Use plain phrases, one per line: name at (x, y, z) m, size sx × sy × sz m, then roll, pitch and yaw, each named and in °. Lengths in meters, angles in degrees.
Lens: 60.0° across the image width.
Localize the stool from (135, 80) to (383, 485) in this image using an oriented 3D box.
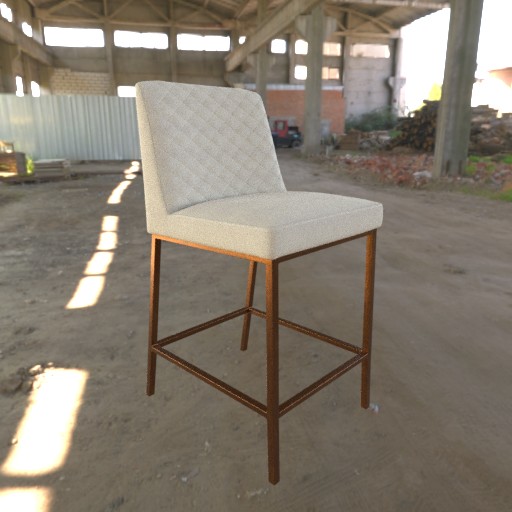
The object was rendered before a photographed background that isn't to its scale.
stool at (0.000, 0.000, 1.302) m, size 0.576 × 0.973 × 0.507 m, roll 15°, pitch 21°, yaw 42°
